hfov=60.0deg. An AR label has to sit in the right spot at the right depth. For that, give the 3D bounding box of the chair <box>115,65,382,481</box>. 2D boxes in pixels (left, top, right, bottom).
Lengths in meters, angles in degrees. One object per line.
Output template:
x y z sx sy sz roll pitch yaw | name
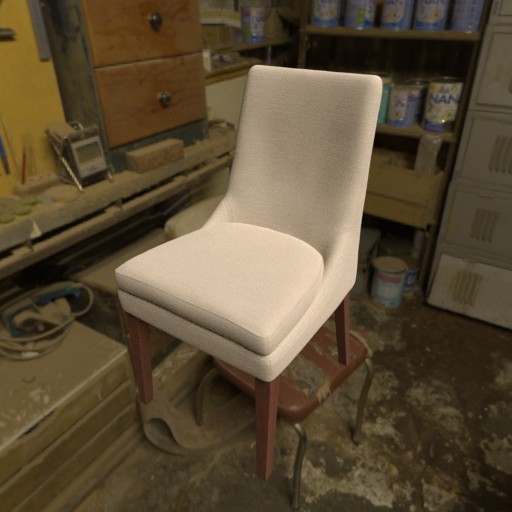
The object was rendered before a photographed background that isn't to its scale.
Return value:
0.000 0.000 1.278 0.515 0.940 0.638 19 35 29 | chair
